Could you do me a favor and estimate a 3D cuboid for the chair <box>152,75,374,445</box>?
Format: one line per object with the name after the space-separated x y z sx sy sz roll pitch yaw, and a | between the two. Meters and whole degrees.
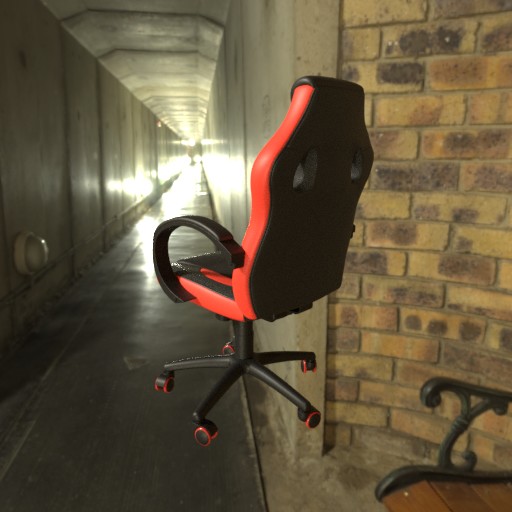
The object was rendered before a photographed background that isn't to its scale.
0.000 0.000 1.416 0.600 1.016 0.642 -14 20 -43 | chair
